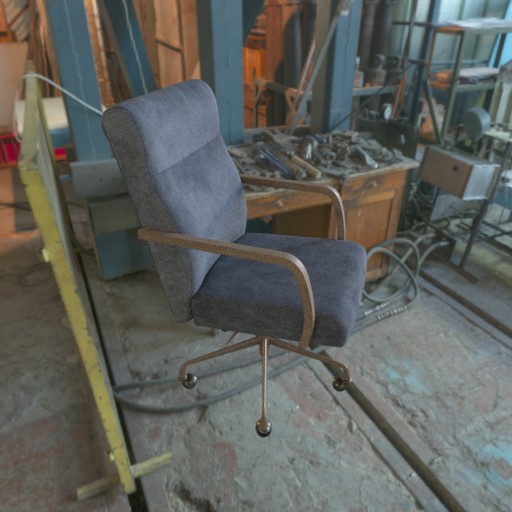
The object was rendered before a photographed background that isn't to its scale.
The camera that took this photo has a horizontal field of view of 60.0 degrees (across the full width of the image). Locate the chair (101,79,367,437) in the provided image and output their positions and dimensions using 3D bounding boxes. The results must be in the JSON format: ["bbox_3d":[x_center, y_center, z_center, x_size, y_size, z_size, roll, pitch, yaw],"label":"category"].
[{"bbox_3d":[0.000,0.000,1.492,0.741,1.029,0.640,10,32,17],"label":"chair"}]
